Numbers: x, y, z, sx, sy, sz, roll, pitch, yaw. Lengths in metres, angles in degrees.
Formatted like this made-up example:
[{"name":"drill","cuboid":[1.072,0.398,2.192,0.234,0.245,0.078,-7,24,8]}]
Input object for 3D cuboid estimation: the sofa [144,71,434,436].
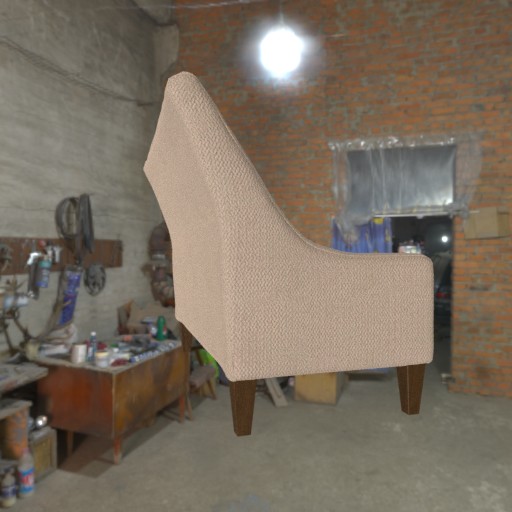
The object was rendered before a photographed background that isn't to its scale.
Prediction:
[{"name":"sofa","cuboid":[0.000,0.000,1.885,0.870,1.022,1.242,0,0,-17]}]
